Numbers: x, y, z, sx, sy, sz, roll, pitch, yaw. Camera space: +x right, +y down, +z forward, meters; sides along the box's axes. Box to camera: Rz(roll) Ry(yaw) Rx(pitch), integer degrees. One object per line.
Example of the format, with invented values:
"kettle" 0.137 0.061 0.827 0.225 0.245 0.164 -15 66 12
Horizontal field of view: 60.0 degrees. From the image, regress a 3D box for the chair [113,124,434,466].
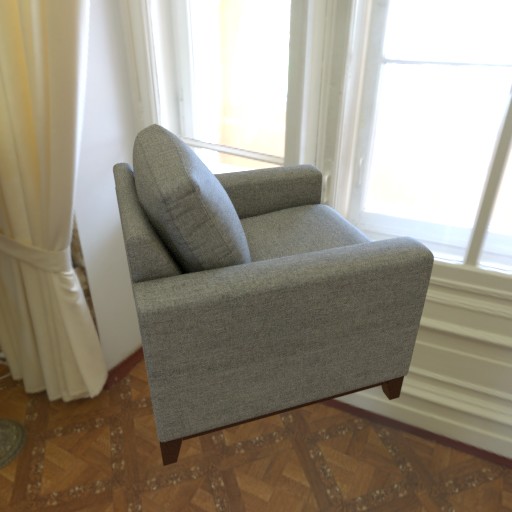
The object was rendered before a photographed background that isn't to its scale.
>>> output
"chair" 0.000 0.000 1.881 1.038 1.010 1.024 -10 31 -16
